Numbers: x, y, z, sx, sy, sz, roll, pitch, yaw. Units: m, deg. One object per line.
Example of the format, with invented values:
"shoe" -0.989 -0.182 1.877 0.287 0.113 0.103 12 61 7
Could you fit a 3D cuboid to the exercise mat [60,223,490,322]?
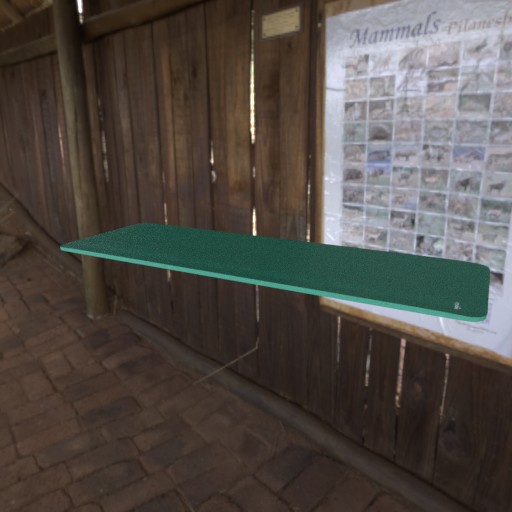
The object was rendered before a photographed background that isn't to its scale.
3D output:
"exercise mat" 0.000 0.000 1.986 1.869 0.021 0.616 8 18 26
